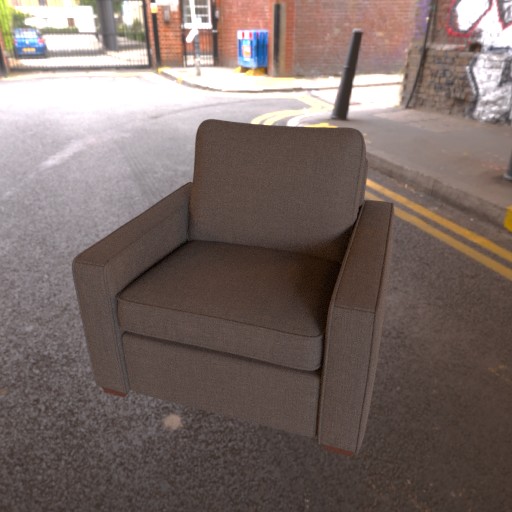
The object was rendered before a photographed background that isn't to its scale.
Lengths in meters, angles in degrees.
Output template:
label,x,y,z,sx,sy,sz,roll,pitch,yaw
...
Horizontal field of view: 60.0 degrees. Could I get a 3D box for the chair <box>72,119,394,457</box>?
label,x,y,z,sx,sy,sz,roll,pitch,yaw
chair,0.000,0.000,1.742,1.017,0.919,0.940,8,28,16
